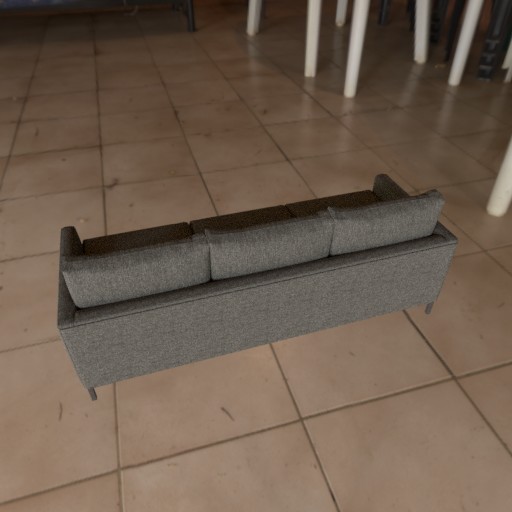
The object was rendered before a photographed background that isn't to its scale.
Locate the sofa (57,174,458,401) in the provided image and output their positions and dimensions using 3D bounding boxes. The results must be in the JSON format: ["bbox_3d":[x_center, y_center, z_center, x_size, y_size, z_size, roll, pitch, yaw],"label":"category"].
[{"bbox_3d":[0.000,0.000,2.754,2.253,0.879,0.876,-11,41,-14],"label":"sofa"}]
